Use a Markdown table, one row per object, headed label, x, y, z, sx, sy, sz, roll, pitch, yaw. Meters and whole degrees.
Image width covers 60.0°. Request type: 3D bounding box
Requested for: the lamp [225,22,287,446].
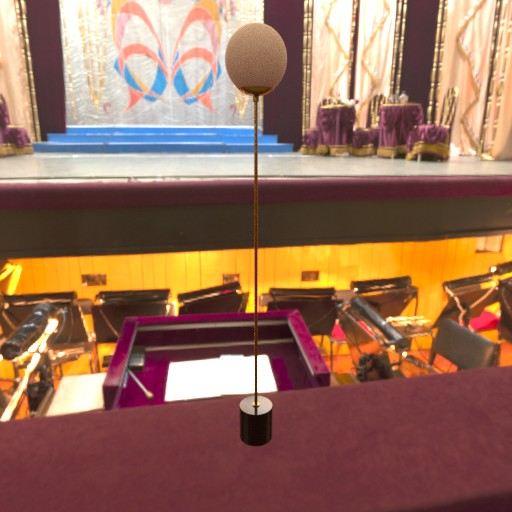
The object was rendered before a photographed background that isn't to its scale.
| label | x | y | z | sx | sy | sz | roll | pitch | yaw |
| --- | --- | --- | --- | --- | --- | --- | --- | --- | --- |
| lamp | 0.000 | 0.000 | 1.839 | 0.229 | 1.748 | 0.229 | -3 | 16 | -9 |
